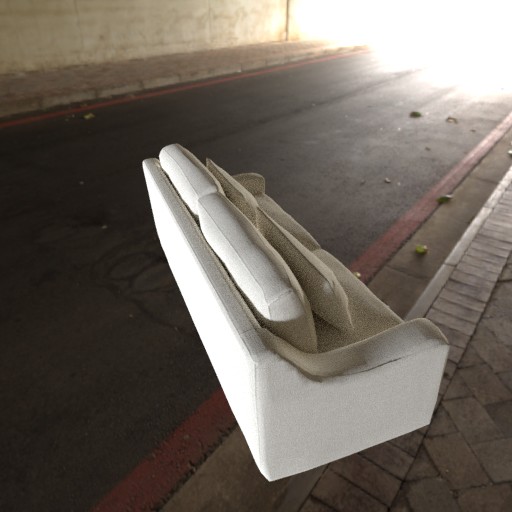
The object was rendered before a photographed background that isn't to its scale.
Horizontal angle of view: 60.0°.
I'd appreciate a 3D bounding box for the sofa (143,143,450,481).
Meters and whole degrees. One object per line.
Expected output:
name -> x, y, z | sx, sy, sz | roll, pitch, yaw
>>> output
sofa -> 0.000, 0.000, 2.896 | 1.009, 1.022, 2.470 | -11, 32, -18
